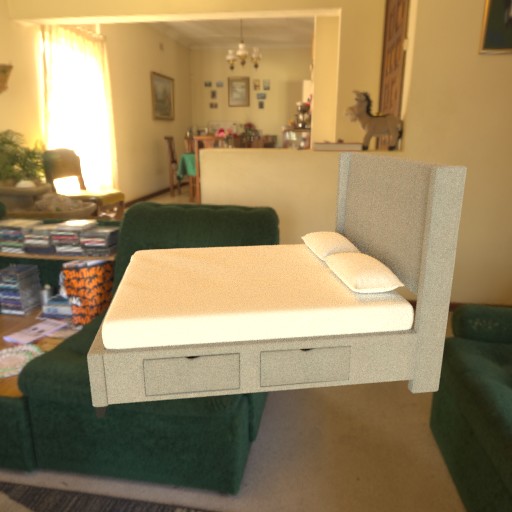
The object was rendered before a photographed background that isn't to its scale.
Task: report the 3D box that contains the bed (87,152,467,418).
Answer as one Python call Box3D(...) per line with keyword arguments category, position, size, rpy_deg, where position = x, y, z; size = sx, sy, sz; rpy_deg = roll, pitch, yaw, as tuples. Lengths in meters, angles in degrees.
Box3D(category="bed", position=(0.000, 0.000, 3.449), size=(2.222, 1.491, 1.774), rpy_deg=(-2, 16, -8))
